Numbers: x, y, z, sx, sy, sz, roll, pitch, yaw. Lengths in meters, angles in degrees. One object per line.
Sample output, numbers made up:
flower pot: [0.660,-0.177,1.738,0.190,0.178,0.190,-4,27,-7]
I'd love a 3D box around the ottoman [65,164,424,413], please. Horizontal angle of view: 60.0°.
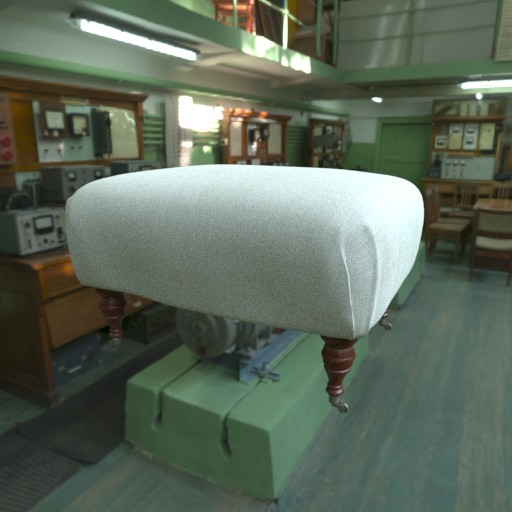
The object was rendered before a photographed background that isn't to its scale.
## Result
ottoman: [0.000,0.000,1.135,0.747,0.450,0.622,7,16,26]
